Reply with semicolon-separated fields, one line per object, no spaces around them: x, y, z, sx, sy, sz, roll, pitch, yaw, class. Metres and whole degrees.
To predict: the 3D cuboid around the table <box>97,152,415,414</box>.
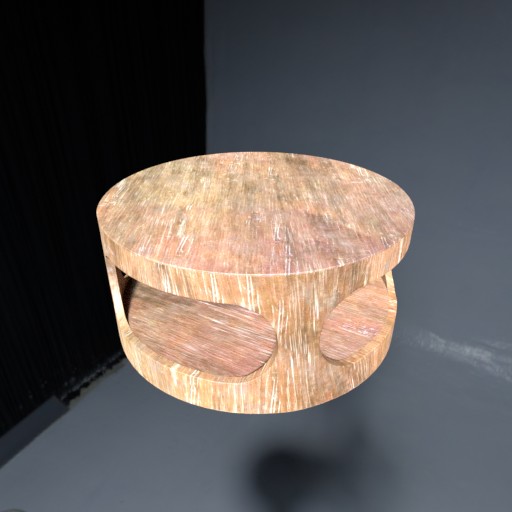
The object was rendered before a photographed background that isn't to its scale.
0.000;0.000;1.533;0.974;0.450;0.974;0;29;0;table
